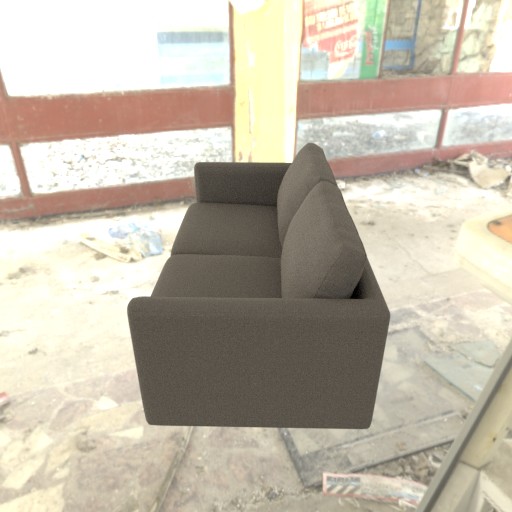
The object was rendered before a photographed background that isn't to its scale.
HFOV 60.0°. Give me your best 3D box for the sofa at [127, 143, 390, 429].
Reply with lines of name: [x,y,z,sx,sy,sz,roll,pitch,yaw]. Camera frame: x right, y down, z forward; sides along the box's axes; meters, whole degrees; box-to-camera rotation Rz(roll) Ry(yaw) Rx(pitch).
sofa: [0.000,0.000,2.328,0.940,0.866,1.713,1,28,1]
